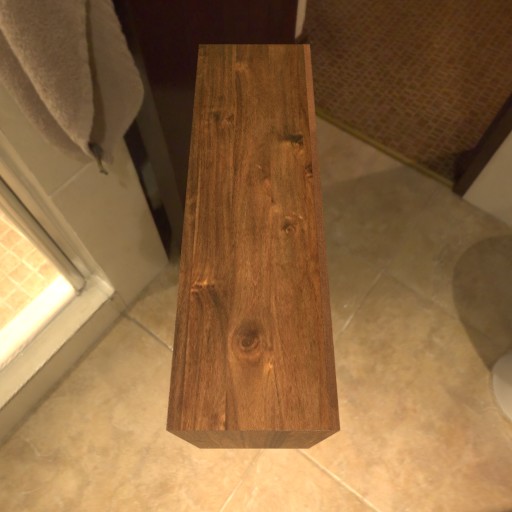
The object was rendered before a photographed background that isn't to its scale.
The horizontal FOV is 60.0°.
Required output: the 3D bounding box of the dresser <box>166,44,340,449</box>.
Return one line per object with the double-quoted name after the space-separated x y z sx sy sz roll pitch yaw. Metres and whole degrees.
0.000 0.000 1.795 0.446 0.873 1.400 0 63 0 "dresser"
